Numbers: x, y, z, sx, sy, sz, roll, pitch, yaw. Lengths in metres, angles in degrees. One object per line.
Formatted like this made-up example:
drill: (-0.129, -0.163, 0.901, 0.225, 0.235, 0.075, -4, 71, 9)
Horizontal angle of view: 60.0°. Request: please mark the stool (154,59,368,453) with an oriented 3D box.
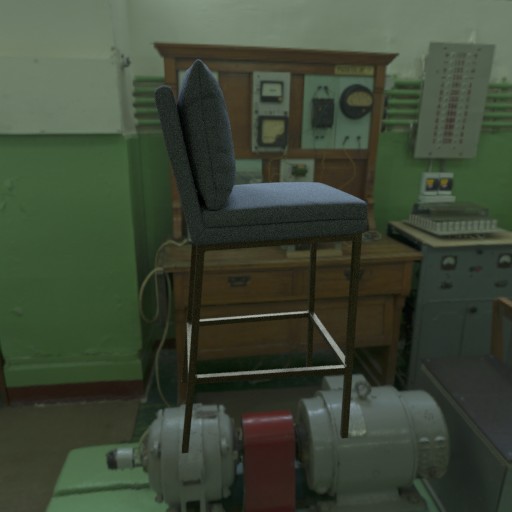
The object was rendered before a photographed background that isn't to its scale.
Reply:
stool: (0.000, 0.000, 1.453, 0.569, 1.130, 0.463, -3, 17, -9)
